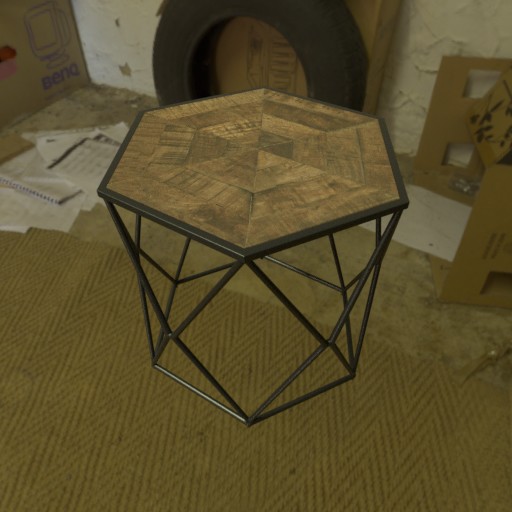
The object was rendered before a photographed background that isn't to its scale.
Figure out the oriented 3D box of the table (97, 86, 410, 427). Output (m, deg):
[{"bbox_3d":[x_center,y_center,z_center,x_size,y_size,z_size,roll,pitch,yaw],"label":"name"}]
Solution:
[{"bbox_3d":[0.000,0.000,1.037,0.579,0.564,0.578,3,44,3],"label":"table"}]
